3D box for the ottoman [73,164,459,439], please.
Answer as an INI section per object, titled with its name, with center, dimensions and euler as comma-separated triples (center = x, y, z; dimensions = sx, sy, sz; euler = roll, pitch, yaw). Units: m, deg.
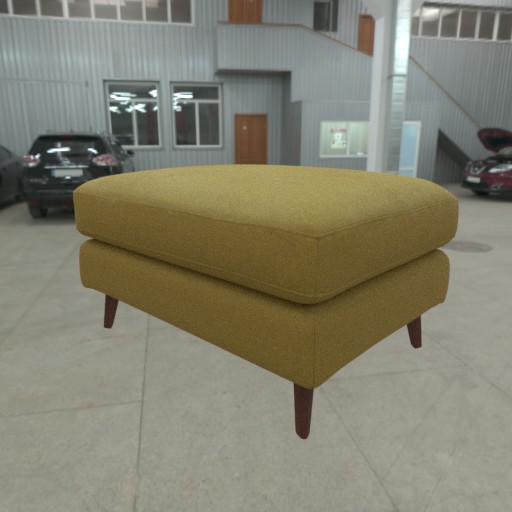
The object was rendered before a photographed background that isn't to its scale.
[ottoman]
center = 0.000, 0.000, 1.136
dimensions = 0.811, 0.449, 0.608
euler = 14, 20, 41
